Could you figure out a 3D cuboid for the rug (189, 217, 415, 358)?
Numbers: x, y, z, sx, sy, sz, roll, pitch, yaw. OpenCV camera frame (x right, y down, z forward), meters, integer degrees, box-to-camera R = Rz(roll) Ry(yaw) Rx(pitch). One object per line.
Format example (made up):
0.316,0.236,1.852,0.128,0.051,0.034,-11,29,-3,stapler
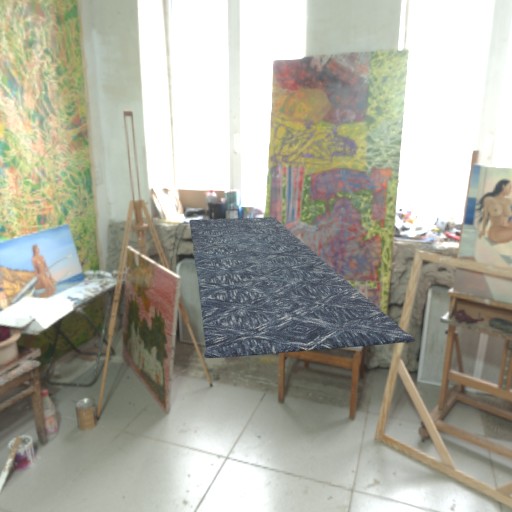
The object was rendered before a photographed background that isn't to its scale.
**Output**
0.000,0.000,2.532,0.719,0.013,2.306,-3,16,-9,rug
